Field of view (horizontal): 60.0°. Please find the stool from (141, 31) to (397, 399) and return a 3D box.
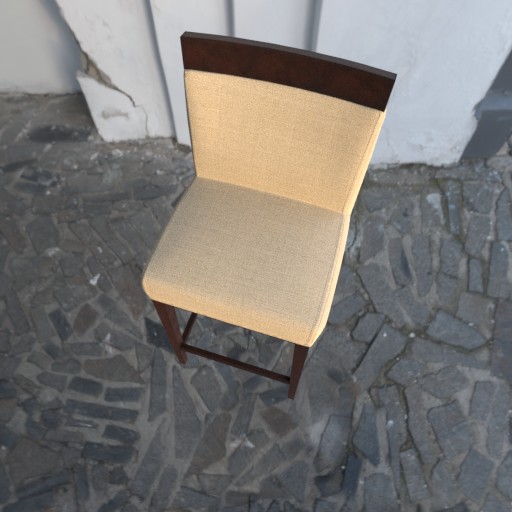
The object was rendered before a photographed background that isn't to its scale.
[{"bbox_3d":[0.000,0.000,1.386,0.511,1.117,0.531,16,61,9],"label":"stool"}]
